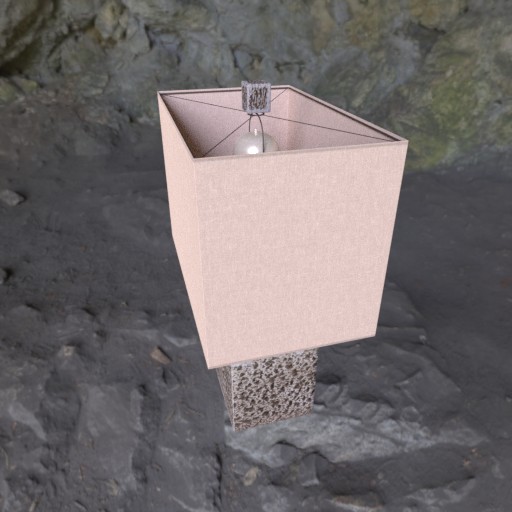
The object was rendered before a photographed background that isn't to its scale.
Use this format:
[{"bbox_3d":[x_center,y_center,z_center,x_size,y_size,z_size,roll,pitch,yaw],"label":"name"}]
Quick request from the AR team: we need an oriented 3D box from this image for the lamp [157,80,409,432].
[{"bbox_3d":[0.000,0.000,0.557,0.180,0.411,0.294,-8,31,-14],"label":"lamp"}]
